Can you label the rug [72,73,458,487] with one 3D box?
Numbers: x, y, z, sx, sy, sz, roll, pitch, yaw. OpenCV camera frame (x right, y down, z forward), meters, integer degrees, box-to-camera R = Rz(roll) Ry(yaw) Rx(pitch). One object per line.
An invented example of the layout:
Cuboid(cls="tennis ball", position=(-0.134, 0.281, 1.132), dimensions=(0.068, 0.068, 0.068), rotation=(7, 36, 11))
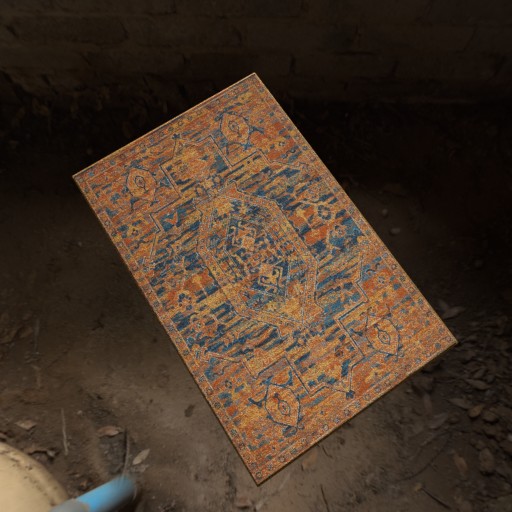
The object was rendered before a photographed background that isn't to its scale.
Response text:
Cuboid(cls="rug", position=(0.000, 0.000, 1.078), dimensions=(0.557, 0.008, 0.863), rotation=(-32, 78, -8))
